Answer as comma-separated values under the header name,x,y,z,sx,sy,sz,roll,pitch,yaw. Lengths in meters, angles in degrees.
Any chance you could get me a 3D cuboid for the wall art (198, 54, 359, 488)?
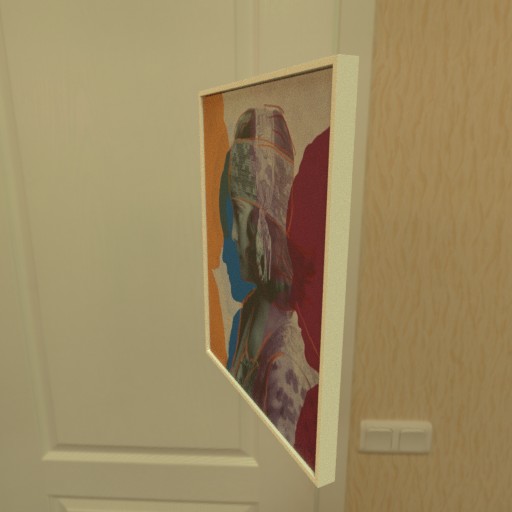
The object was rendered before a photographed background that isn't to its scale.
name,x,y,z,sx,sy,sz,roll,pitch,yaw
wall art,0.000,0.000,0.734,0.030,0.549,0.443,-7,17,-25
